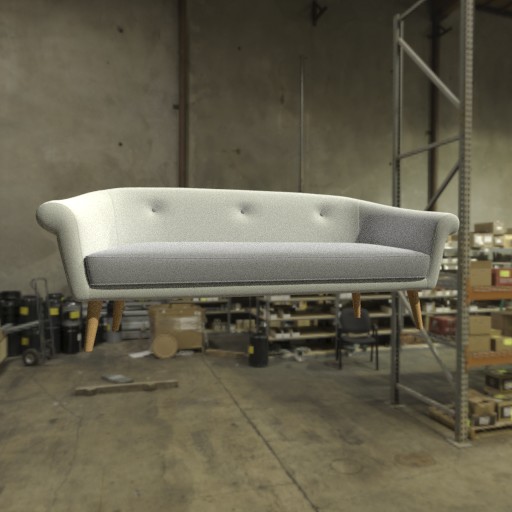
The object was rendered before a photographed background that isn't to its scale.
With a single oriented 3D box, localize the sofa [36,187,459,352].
[{"bbox_3d":[0.000,0.000,2.524,2.160,0.795,0.827,0,1,-18],"label":"sofa"}]
